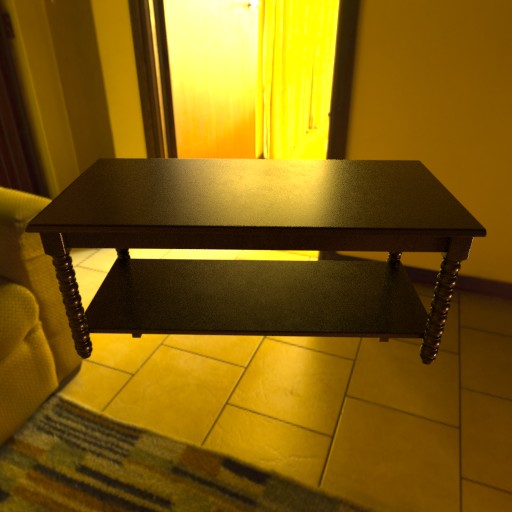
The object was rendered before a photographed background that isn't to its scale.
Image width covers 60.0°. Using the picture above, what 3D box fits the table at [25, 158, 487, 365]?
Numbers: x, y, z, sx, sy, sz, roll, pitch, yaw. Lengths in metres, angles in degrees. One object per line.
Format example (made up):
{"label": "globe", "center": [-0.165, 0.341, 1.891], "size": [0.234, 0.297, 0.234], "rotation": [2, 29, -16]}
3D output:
{"label": "table", "center": [0.000, 0.000, 1.480], "size": [1.171, 0.487, 0.580], "rotation": [1, 30, 1]}
